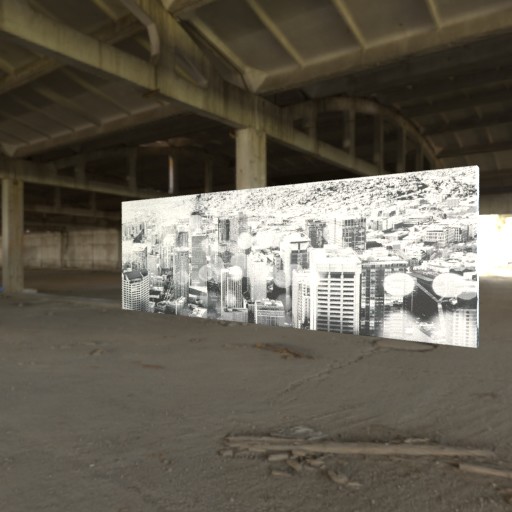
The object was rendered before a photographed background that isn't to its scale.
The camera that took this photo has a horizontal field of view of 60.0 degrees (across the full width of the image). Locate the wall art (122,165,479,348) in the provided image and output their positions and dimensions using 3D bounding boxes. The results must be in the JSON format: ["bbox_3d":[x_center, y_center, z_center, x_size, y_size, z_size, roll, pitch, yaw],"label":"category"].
[{"bbox_3d":[0.000,0.000,1.682,1.520,0.507,0.044,0,0,35],"label":"wall art"}]
